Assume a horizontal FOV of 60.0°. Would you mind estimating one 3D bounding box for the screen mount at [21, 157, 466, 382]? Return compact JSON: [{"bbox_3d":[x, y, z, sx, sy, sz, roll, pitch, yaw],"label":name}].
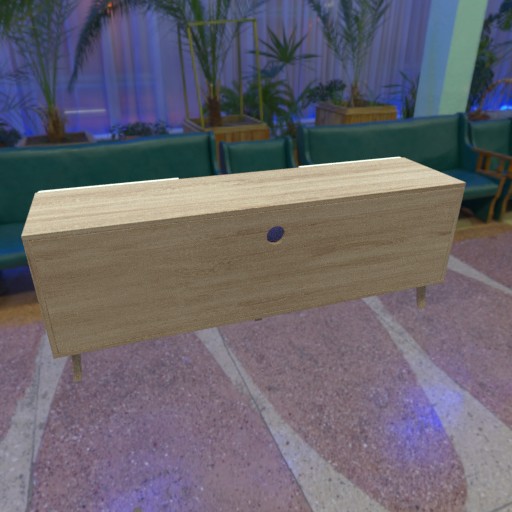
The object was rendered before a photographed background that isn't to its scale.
[{"bbox_3d":[0.000,0.000,1.734,1.500,0.570,0.420,-9,28,-17],"label":"screen mount"}]
